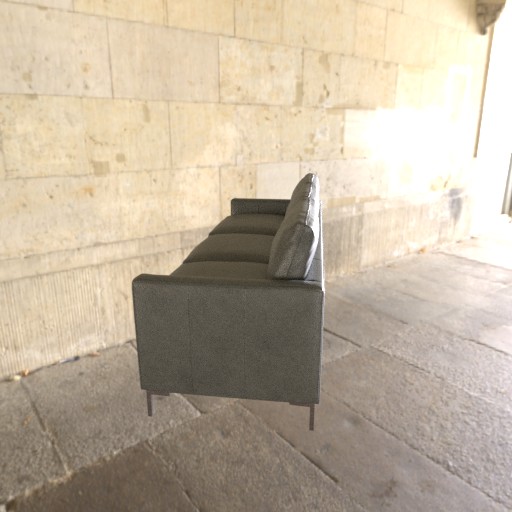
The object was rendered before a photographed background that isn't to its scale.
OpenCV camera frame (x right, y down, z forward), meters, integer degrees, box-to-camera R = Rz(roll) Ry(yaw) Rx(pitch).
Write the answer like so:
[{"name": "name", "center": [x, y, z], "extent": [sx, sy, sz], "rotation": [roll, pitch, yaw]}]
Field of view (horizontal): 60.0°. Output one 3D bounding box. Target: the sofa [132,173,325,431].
[{"name": "sofa", "center": [0.000, 0.000, 2.557], "extent": [0.748, 0.805, 2.029], "rotation": [2, 16, 7]}]
